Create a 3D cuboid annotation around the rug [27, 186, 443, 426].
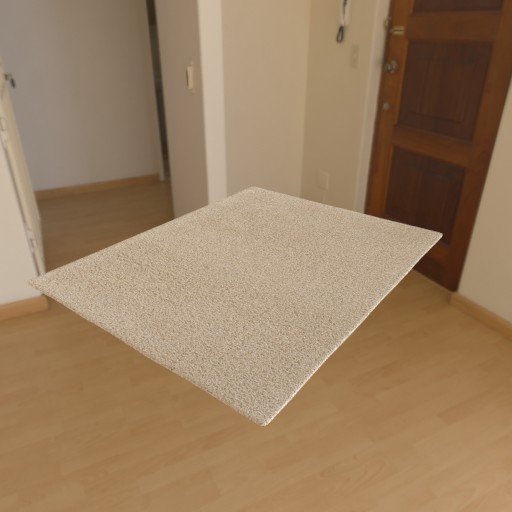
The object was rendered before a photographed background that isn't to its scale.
[{"bbox_3d":[0.000,0.000,4.062,2.438,0.029,3.047,19,33,33],"label":"rug"}]
